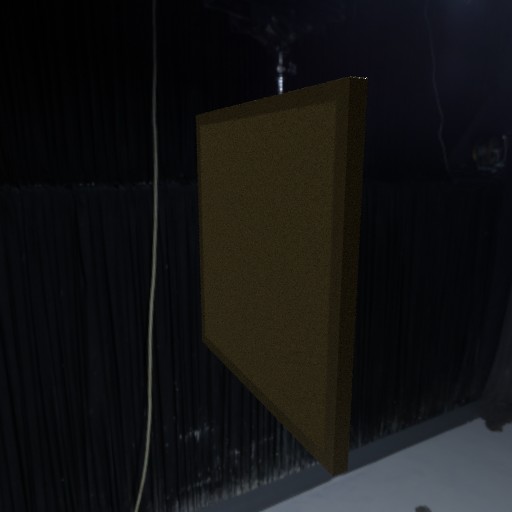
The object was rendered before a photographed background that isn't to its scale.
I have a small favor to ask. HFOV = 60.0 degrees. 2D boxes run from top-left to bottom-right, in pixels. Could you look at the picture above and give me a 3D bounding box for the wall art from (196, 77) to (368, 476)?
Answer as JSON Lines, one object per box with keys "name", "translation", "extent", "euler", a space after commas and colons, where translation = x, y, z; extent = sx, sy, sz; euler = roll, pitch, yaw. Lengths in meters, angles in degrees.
{"name": "wall art", "translation": [0.000, 0.000, 2.937], "extent": [0.097, 1.936, 1.935], "euler": [-6, 14, -26]}
